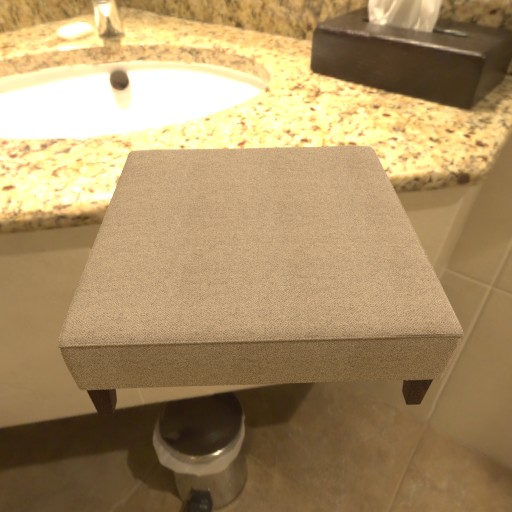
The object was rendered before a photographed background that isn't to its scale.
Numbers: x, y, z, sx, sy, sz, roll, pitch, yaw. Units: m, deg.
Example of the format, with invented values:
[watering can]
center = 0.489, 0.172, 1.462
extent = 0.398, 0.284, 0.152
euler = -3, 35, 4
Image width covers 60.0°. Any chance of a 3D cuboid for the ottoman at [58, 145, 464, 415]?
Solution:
[ottoman]
center = 0.000, 0.000, 1.505
extent = 0.982, 0.381, 0.973
euler = -1, 41, -2
